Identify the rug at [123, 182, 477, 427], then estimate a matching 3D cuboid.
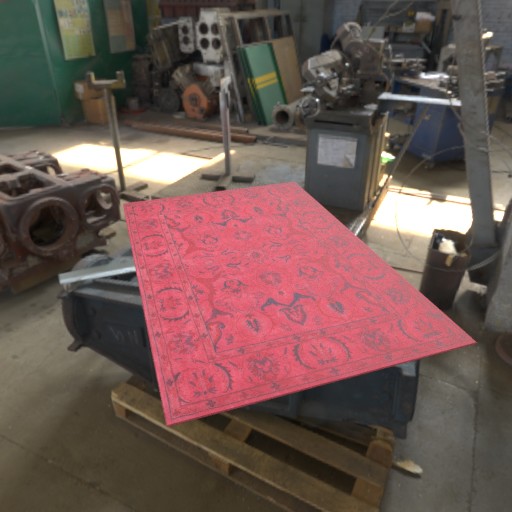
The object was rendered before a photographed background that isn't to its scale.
[{"bbox_3d":[0.000,0.000,2.300,1.209,0.008,1.814,-10,32,-16],"label":"rug"}]
